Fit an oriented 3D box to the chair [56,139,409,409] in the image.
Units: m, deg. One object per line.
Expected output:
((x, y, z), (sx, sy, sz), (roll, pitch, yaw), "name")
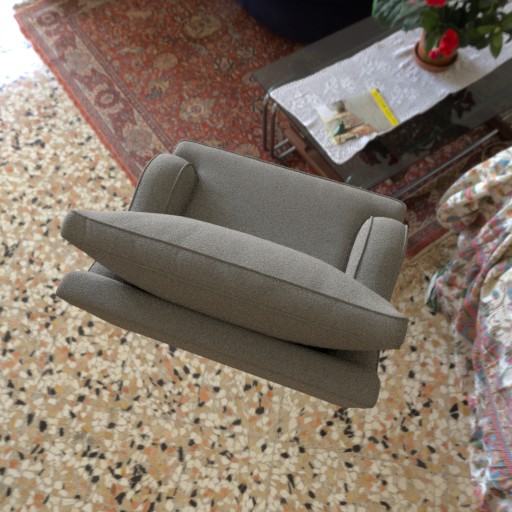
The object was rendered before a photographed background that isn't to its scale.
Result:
((0.000, 0.000, 1.991), (1.220, 1.016, 1.040), (18, 66, 8), "chair")
